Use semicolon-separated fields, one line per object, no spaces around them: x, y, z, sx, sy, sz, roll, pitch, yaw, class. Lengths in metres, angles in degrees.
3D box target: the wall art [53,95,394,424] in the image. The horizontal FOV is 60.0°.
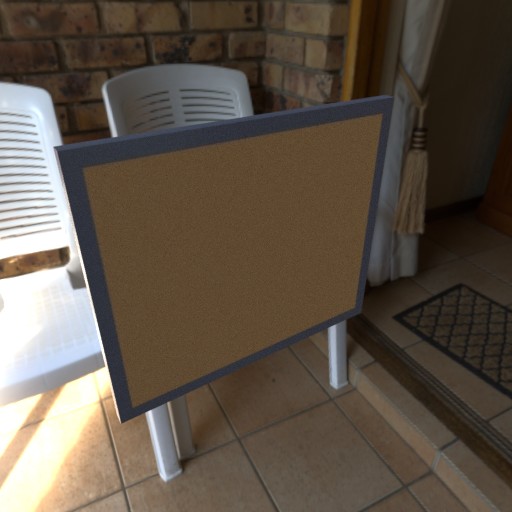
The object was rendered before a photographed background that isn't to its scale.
0.000;0.000;0.908;0.660;0.558;0.026;-18;35;-28;wall art
